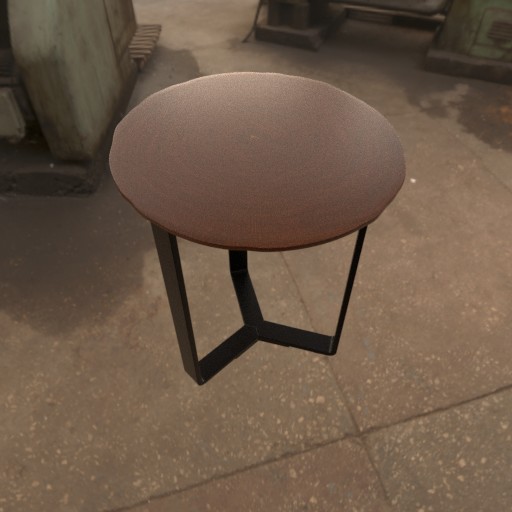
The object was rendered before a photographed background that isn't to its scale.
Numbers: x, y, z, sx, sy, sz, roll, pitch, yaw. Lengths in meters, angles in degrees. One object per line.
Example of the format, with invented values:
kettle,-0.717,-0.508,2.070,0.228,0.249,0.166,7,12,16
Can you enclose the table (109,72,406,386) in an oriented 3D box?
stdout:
table,0.000,0.000,0.750,0.380,0.450,0.410,-10,47,-10
